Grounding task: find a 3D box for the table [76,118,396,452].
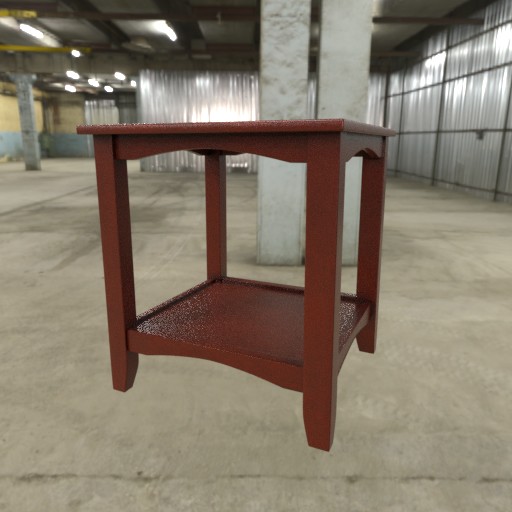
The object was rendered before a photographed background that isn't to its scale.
[{"bbox_3d":[0.000,0.000,1.003,0.523,0.558,0.522,7,16,27],"label":"table"}]
